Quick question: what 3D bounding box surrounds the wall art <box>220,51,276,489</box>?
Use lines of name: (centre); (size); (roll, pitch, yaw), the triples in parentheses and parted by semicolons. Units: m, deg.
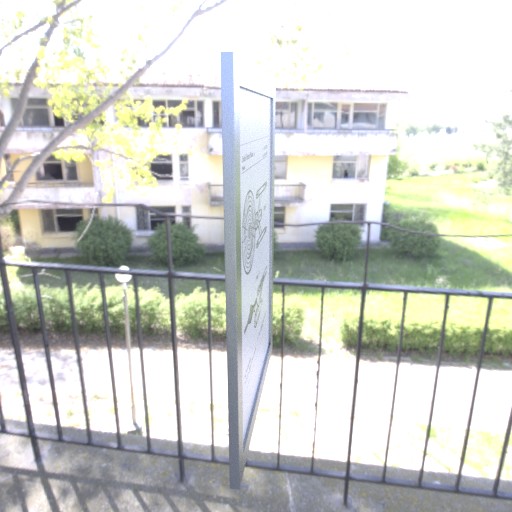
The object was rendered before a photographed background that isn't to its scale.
wall art: (0.000, 0.000, 0.683); (0.013, 0.529, 0.376); (3, 17, 8)
